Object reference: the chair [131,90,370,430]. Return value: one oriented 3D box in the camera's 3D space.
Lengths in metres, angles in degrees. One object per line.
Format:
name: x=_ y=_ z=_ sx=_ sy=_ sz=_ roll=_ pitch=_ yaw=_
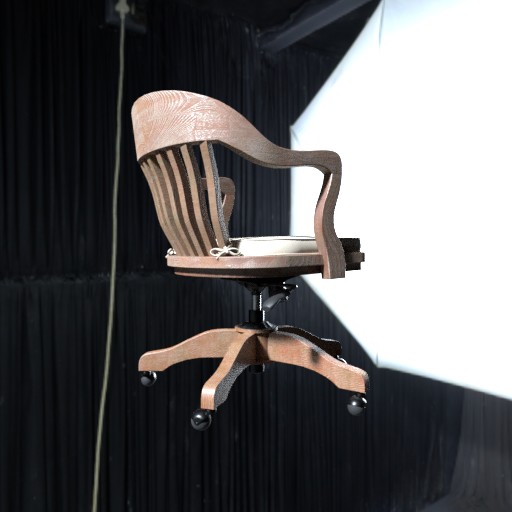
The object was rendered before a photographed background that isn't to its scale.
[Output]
chair: x=0.000 y=0.000 z=1.452 sx=0.788 sy=0.878 sz=0.750 roll=0 pitch=1 yaw=-36
